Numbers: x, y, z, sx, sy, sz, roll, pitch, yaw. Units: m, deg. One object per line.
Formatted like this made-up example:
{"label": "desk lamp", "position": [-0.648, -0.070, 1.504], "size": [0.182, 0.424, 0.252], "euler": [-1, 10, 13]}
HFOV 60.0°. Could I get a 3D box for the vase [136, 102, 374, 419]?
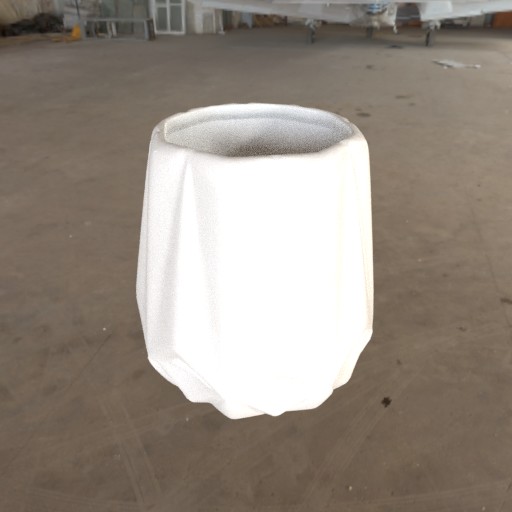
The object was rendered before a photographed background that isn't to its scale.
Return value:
{"label": "vase", "position": [0.000, 0.000, 0.257], "size": [0.141, 0.152, 0.141], "euler": [0, 32, 0]}
